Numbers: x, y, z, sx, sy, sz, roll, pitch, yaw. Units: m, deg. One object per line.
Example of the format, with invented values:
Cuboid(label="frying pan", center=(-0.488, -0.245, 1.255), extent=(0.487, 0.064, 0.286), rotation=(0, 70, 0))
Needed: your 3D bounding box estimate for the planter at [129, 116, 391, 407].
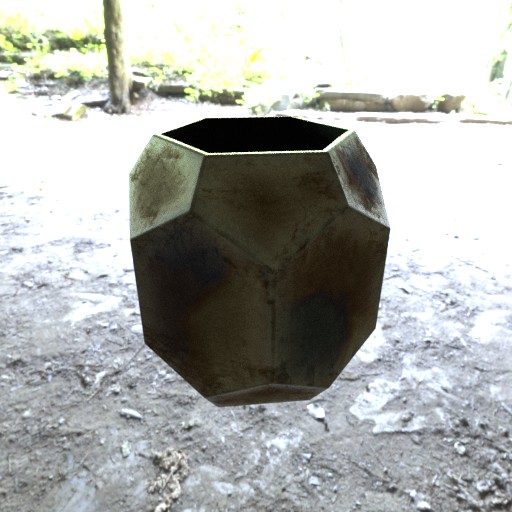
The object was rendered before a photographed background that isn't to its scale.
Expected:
Cuboid(label="planter", center=(0.000, 0.000, 0.432), extent=(0.243, 0.238, 0.221), rotation=(-18, 32, -32))
